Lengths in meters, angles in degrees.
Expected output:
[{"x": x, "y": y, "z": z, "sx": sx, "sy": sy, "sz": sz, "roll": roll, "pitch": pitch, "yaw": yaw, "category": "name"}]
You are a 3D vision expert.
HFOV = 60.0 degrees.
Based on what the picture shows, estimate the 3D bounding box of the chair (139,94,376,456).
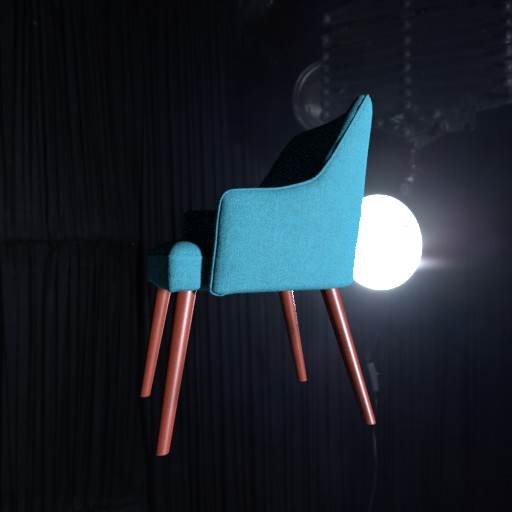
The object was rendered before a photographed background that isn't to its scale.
[{"x": 0.000, "y": 0.000, "z": 1.246, "sx": 0.605, "sy": 0.849, "sz": 0.548, "roll": 0, "pitch": 0, "yaw": -19, "category": "chair"}]
